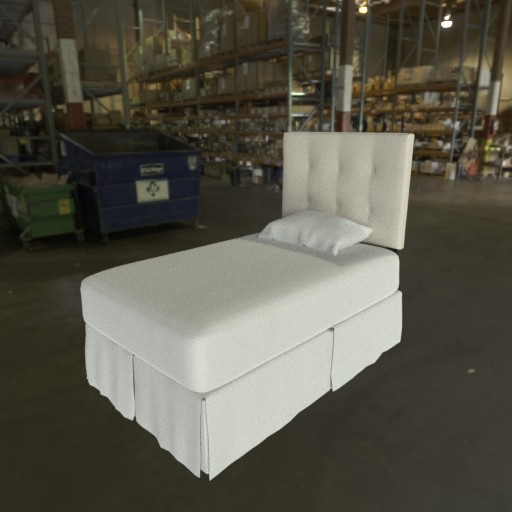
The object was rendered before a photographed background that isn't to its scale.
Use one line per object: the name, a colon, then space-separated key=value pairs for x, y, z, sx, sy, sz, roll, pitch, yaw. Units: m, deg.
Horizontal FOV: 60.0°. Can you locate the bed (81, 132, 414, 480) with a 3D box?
bed: x=0.000 y=0.000 z=2.951 sx=1.261 sy=1.571 sz=1.997 roll=15 pitch=22 yaw=42
